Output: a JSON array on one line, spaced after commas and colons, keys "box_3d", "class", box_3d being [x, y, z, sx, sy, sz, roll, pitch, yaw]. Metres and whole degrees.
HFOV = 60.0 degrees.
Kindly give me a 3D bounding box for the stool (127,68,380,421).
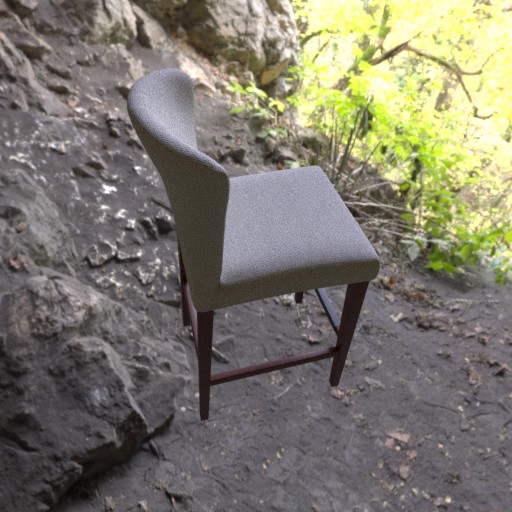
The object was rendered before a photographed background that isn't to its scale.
[{"box_3d": [0.000, 0.000, 1.360, 0.568, 1.069, 0.481, -11, 46, -10], "class": "stool"}]
